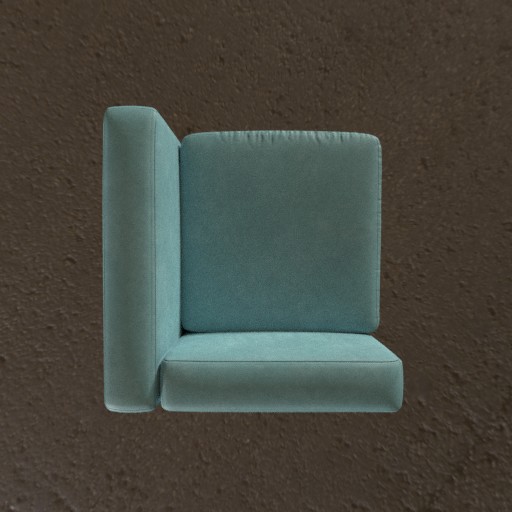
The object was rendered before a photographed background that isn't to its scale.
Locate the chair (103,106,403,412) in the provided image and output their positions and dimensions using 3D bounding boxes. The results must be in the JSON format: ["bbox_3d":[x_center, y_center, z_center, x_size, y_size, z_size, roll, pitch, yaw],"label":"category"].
[{"bbox_3d":[0.000,0.000,1.253,0.680,0.660,0.680,0,91,0],"label":"chair"}]
